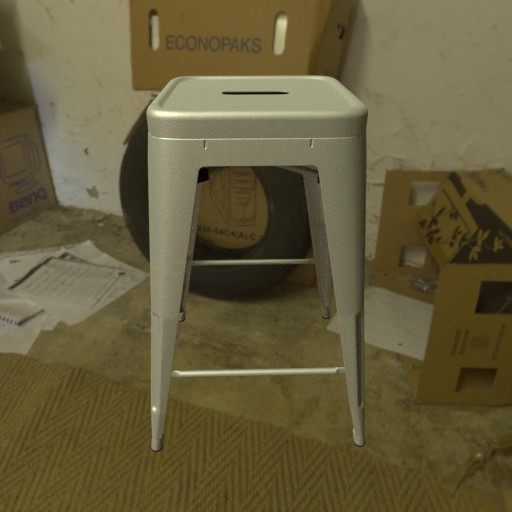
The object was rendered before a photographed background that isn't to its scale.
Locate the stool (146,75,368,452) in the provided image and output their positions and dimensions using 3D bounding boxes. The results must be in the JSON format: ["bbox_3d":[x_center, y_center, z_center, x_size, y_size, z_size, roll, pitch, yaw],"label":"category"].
[{"bbox_3d":[0.000,0.000,0.855,0.406,0.610,0.406,-1,30,-1],"label":"stool"}]
